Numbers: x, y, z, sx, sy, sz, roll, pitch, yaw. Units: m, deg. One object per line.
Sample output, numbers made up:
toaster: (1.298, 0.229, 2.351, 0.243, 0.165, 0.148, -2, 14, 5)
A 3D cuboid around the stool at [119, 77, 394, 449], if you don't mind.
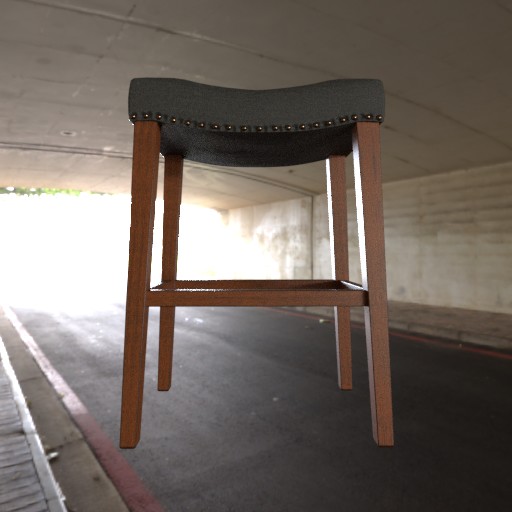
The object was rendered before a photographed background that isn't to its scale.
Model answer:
stool: (0.000, 0.000, 0.864, 0.439, 0.612, 0.320, 0, 1, -1)
